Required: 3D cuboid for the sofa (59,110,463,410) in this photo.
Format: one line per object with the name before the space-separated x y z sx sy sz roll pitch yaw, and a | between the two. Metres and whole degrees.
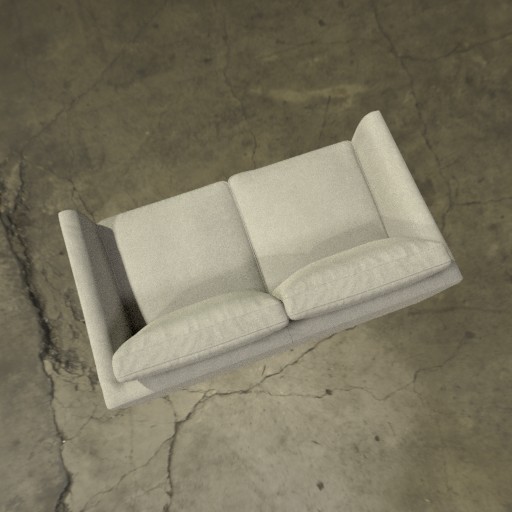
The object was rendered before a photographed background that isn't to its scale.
sofa | 0.000 0.000 2.544 1.905 0.839 1.091 -19 75 -5
